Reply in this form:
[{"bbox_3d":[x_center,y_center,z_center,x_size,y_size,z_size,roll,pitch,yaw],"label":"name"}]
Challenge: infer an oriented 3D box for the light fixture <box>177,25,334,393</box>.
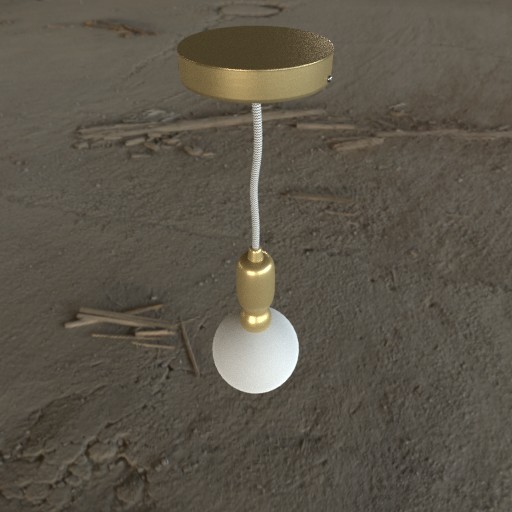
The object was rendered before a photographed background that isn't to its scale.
[{"bbox_3d":[0.000,0.000,0.572,0.147,0.510,0.146,10,41,12],"label":"light fixture"}]
